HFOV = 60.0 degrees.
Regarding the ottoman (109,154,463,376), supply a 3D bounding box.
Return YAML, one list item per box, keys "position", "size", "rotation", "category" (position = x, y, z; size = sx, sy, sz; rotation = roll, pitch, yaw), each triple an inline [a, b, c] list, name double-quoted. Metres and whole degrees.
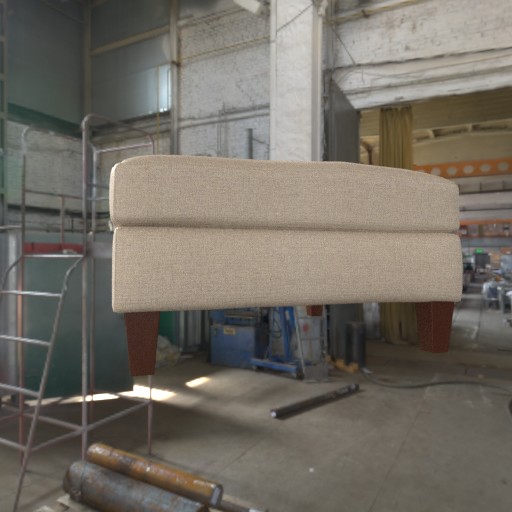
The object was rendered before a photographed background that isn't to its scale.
- position: [0.000, 0.000, 1.353]
  size: [0.838, 0.481, 0.838]
  rotation: [0, 0, -17]
  category: "ottoman"
